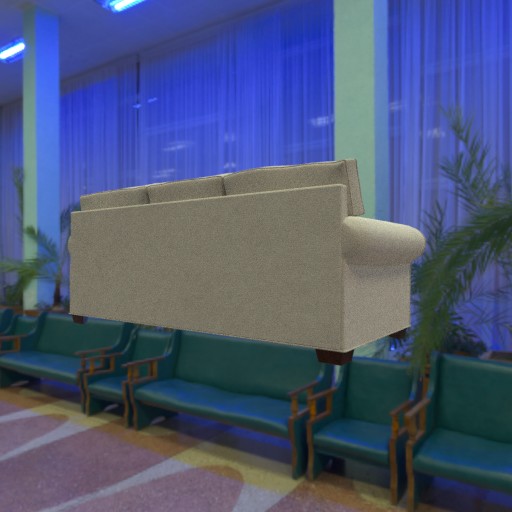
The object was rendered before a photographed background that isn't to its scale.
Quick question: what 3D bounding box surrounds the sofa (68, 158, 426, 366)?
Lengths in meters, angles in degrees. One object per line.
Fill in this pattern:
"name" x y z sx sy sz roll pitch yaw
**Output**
"sofa" 0.000 0.000 2.426 1.770 0.734 1.226 0 0 36
